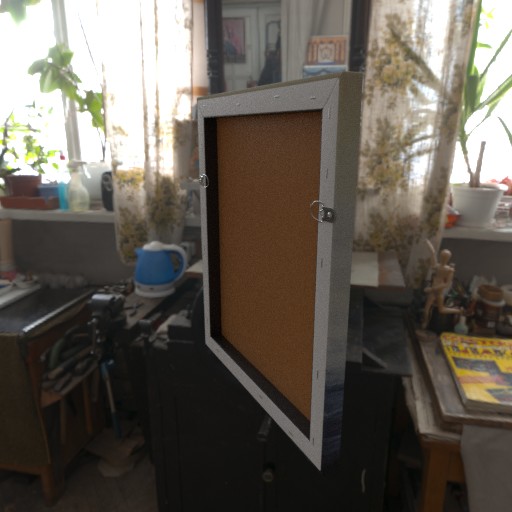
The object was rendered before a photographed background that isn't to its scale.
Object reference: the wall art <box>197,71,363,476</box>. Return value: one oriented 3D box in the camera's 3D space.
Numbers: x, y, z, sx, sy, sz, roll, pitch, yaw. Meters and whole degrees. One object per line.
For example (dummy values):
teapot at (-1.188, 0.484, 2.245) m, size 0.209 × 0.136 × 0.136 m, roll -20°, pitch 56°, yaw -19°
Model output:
wall art at (0.000, 0.000, 0.999) m, size 0.041 × 0.710 × 0.608 m, roll -8°, pitch 18°, yaw -27°
